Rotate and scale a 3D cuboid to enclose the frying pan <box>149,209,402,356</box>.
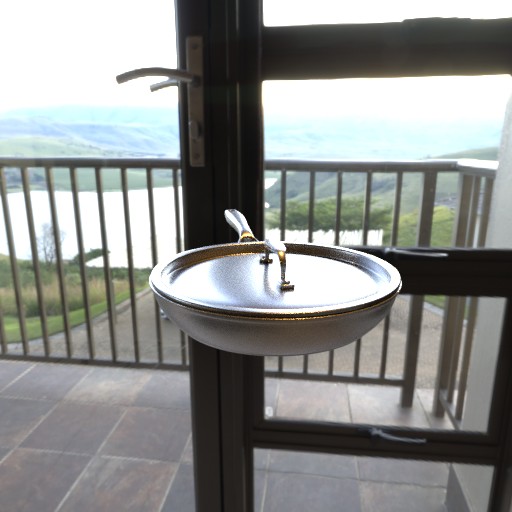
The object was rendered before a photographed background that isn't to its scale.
[{"bbox_3d":[0.000,0.000,0.601,0.272,0.086,0.490,-3,15,-10],"label":"frying pan"}]
